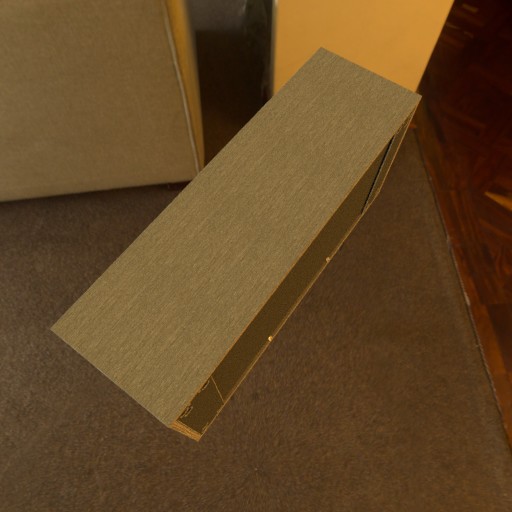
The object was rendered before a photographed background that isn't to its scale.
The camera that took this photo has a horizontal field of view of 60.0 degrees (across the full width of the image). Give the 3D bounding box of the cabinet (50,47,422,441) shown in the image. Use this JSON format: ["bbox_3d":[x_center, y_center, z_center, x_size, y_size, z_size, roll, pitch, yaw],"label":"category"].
[{"bbox_3d":[0.000,0.000,1.573,0.405,0.787,1.194,33,69,15],"label":"cabinet"}]
